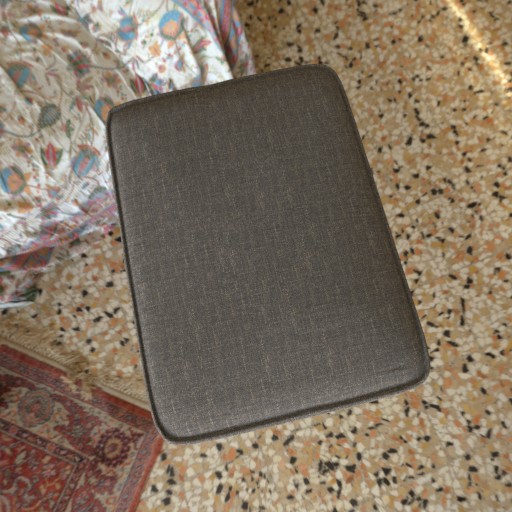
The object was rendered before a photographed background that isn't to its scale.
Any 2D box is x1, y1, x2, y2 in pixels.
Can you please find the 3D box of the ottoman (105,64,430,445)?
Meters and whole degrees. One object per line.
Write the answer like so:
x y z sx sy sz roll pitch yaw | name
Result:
0.000 0.000 1.087 0.549 0.450 0.749 -13 76 -3 | ottoman
